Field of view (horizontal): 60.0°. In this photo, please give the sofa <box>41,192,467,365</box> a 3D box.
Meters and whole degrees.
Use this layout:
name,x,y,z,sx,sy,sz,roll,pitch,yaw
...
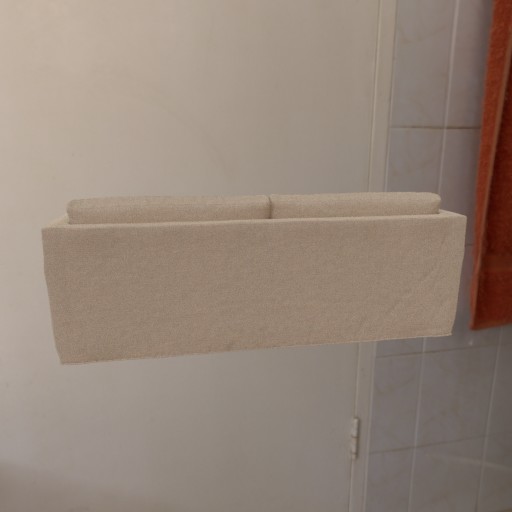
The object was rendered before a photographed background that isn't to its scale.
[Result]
name,x,y,z,sx,sy,sz,roll,pitch,yaw
sofa,0.000,0.000,2.834,2.312,0.853,0.962,-2,14,-9
